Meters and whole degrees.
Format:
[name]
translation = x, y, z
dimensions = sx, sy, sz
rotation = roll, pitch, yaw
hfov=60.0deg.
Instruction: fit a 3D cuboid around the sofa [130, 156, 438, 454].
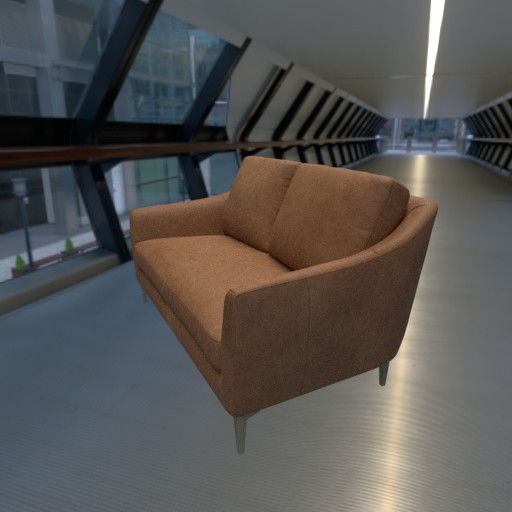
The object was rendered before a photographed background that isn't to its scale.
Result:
[sofa]
translation = 0.000, 0.000, 2.210
dimensions = 0.960, 0.902, 1.619
rotation = -8, 18, -25
